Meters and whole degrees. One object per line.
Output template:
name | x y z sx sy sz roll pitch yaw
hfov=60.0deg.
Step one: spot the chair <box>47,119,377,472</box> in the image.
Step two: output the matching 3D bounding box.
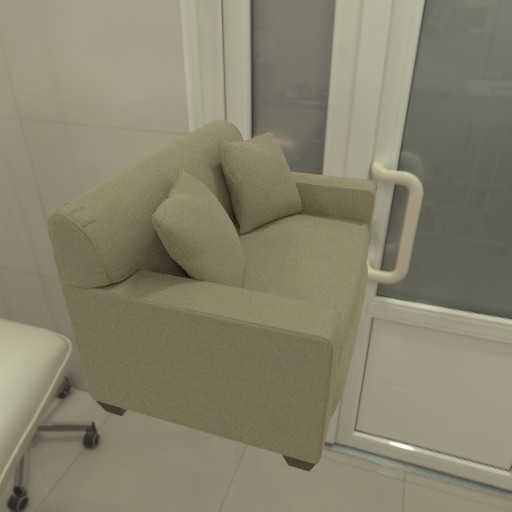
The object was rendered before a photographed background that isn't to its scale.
chair | 0.000 0.000 2.037 1.000 0.948 1.383 9 31 16
